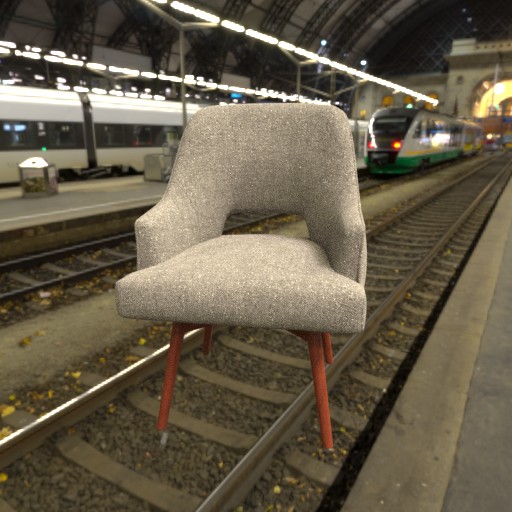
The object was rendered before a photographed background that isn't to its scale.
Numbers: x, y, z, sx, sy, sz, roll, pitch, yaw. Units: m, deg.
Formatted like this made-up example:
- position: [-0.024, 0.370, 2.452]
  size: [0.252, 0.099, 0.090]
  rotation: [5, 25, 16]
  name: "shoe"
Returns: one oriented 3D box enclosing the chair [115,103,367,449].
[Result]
- position: [0.000, 0.000, 1.274]
  size: [0.608, 0.875, 0.629]
  rotation: [3, 15, 9]
  name: "chair"
